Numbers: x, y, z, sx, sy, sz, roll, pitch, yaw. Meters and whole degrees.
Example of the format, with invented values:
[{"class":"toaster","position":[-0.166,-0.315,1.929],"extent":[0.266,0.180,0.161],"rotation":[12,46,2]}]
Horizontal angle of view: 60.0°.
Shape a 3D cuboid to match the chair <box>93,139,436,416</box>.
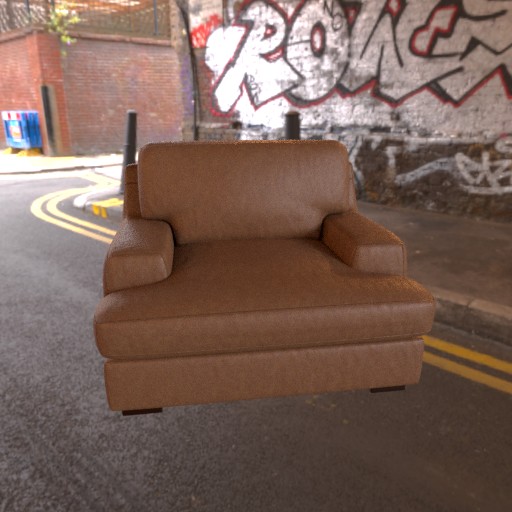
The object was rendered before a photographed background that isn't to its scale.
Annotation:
[{"class":"chair","position":[0.000,0.000,1.999],"extent":[1.276,0.978,1.050],"rotation":[-3,18,-8]}]
